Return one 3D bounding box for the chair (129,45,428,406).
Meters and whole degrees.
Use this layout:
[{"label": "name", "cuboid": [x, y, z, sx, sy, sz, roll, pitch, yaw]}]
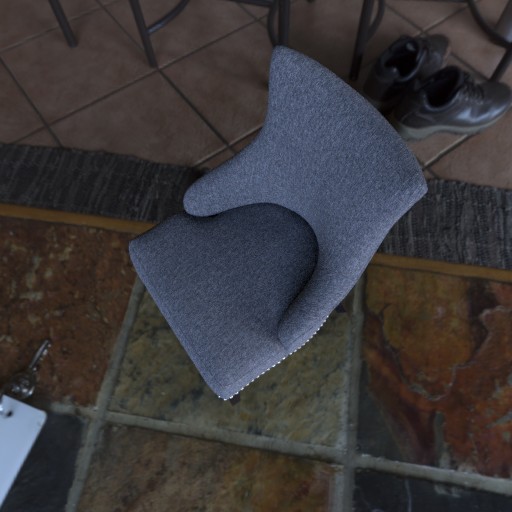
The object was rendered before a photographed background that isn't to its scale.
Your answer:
[{"label": "chair", "cuboid": [0.000, 0.000, 1.309, 0.629, 0.909, 0.566, -32, 68, -15]}]
